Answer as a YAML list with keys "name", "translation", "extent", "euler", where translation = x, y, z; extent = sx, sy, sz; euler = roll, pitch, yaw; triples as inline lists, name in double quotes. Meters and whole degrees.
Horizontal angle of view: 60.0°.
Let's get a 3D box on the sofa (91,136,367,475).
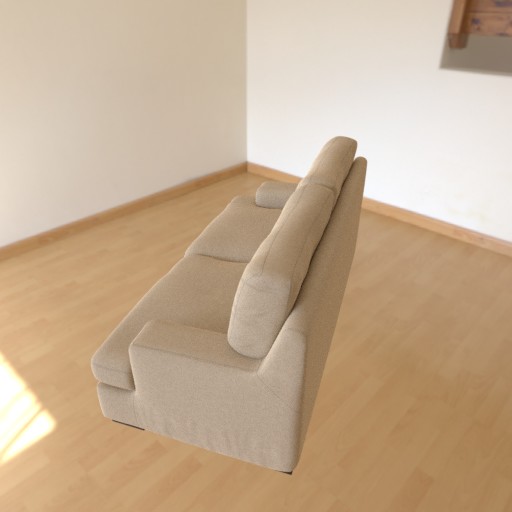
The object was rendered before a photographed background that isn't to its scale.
- name: "sofa"
  translation: [0.000, 0.000, 2.476]
  extent: [0.962, 0.967, 1.885]
  euler: [10, 33, 15]
